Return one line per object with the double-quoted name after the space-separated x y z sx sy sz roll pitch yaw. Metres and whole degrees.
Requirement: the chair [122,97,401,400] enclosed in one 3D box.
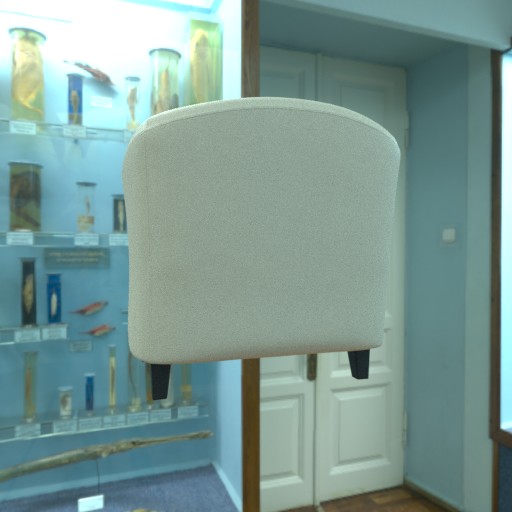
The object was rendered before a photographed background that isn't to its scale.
0.000 0.000 1.378 0.792 0.756 0.727 0 1 -18 "chair"
